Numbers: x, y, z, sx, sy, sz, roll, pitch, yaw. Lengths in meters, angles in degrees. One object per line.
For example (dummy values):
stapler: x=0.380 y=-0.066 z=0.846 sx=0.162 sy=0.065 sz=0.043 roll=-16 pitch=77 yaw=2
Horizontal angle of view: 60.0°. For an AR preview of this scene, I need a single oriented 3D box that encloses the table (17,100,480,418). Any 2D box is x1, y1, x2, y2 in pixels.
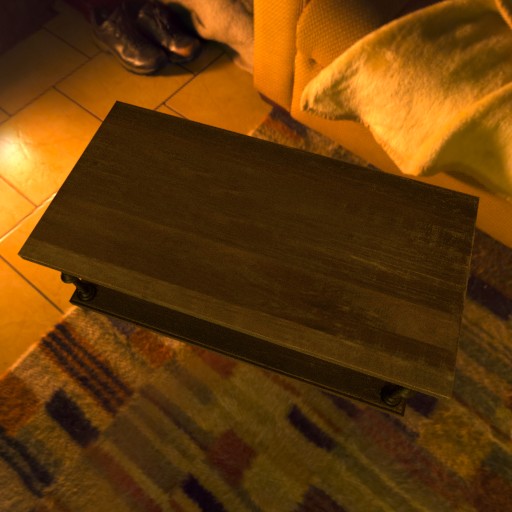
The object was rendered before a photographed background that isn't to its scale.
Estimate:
table: x=0.000 y=0.000 z=1.327 sx=1.088 sy=0.373 sz=0.554 roll=17 pitch=65 yaw=8
